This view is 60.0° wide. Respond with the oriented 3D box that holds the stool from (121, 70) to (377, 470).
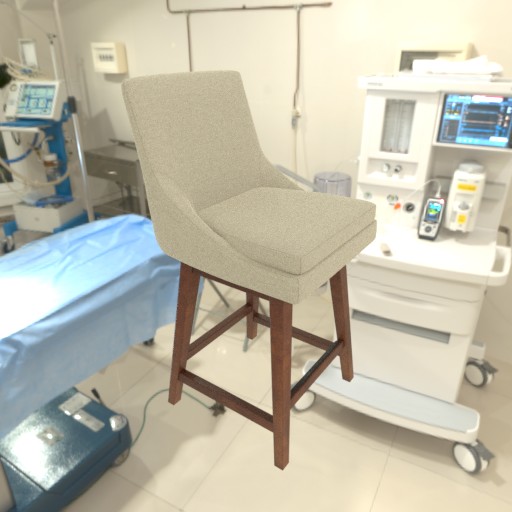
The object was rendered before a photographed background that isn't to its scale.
[{"bbox_3d":[0.000,0.000,1.313,0.559,0.991,0.469,17,31,32],"label":"stool"}]
